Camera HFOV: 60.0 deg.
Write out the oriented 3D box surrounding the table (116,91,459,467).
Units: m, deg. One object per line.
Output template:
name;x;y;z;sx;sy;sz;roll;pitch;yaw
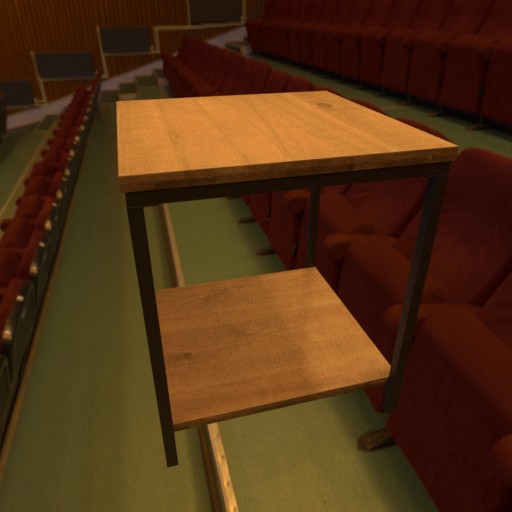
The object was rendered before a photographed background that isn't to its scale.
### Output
table;0.000;0.000;0.977;0.503;0.589;0.507;-8;31;-13
